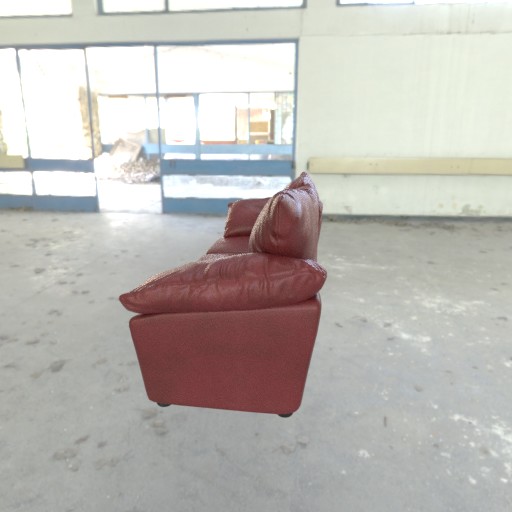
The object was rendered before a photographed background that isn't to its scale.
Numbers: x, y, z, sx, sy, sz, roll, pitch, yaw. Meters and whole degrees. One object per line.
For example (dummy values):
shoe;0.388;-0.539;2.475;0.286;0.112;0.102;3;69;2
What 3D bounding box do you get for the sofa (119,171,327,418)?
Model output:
sofa;0.000;0.000;2.977;0.907;1.091;2.390;2;15;8
